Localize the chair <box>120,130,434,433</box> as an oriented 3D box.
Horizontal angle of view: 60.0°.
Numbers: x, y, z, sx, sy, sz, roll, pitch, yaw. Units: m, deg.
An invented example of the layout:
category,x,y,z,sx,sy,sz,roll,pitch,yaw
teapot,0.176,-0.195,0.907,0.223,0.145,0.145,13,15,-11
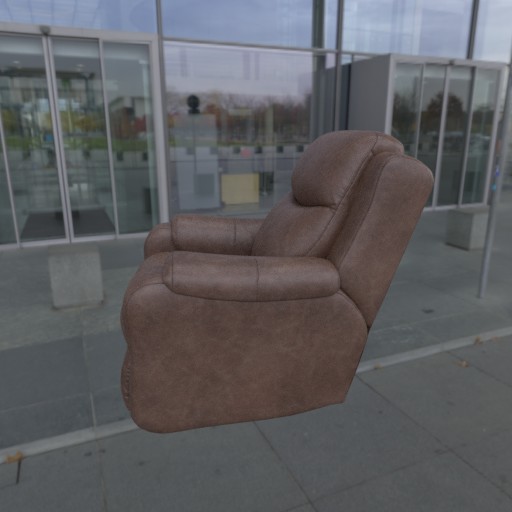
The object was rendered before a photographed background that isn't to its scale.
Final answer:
category,x,y,z,sx,sy,sz,roll,pitch,yaw
chair,0.000,0.000,1.814,1.067,0.990,0.940,-2,16,-8
